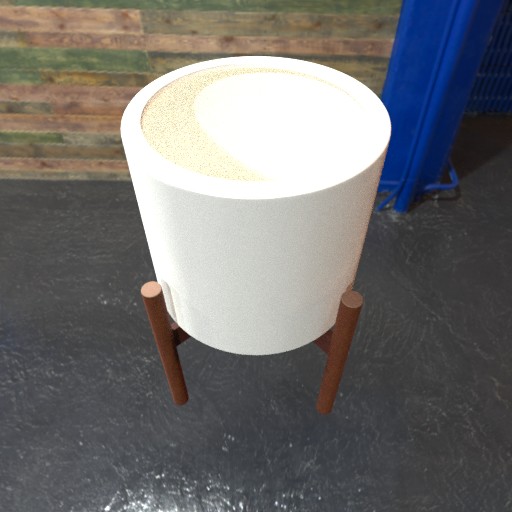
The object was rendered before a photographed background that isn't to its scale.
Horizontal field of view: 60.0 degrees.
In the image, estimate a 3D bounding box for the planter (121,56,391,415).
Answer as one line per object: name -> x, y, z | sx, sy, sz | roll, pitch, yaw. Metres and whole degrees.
planter -> 0.000, 0.000, 0.502 | 0.224, 0.358, 0.224 | 3, 47, 2
